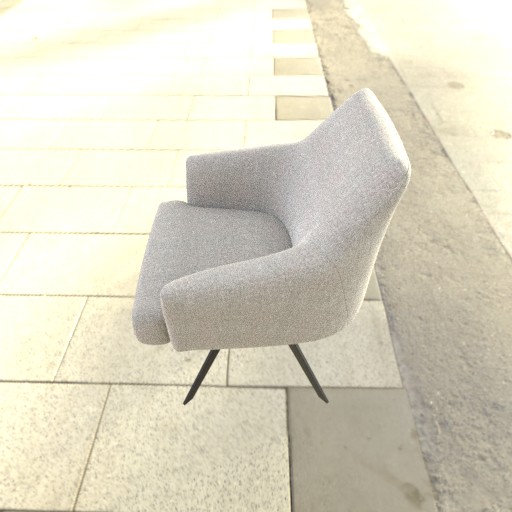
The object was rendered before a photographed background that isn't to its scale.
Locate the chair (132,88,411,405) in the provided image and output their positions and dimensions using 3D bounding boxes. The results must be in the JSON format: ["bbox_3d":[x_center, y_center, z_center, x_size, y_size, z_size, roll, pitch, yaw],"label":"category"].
[{"bbox_3d":[0.000,0.000,1.346,0.677,0.874,0.642,-1,43,-1],"label":"chair"}]
